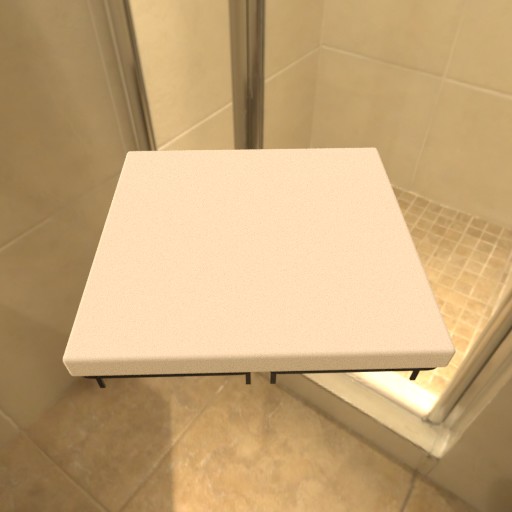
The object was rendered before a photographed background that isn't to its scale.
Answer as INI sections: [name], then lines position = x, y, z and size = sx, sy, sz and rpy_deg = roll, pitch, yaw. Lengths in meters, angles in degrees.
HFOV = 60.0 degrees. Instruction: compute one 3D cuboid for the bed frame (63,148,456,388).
[bed frame]
position = 0.000, 0.000, 3.121
size = 2.033, 0.525, 1.935
rpy_deg = -1, 46, -1
